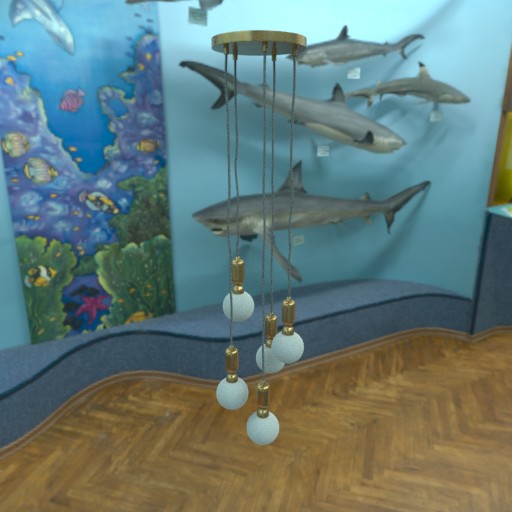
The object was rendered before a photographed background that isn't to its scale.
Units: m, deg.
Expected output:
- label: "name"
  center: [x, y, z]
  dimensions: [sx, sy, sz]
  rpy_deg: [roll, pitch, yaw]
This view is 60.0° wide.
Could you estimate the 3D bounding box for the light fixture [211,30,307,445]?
- label: "light fixture"
  center: [0.000, 0.000, 0.513]
  dimensions: [0.105, 0.457, 0.108]
  rpy_deg: [-8, 19, -25]
